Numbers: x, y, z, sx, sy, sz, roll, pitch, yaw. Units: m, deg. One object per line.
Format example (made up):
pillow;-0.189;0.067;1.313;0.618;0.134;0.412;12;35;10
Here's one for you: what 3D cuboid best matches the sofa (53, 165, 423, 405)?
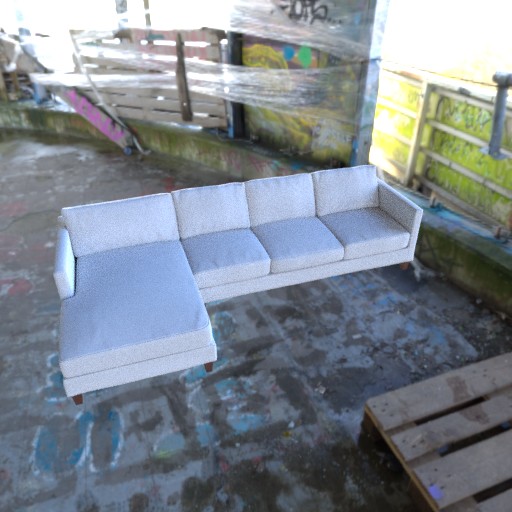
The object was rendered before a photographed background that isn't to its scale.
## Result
sofa;0.000;0.000;3.840;3.186;0.861;1.625;-10;34;-16
